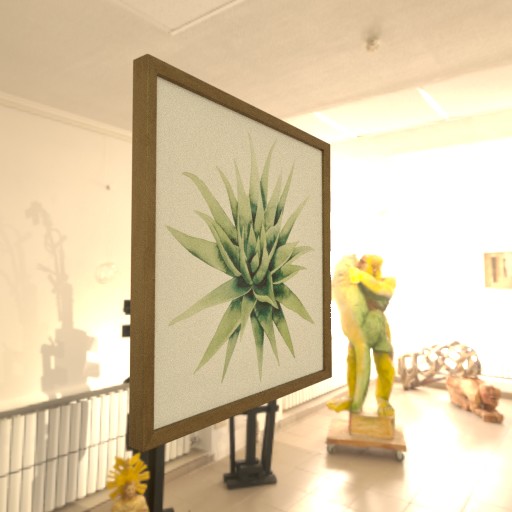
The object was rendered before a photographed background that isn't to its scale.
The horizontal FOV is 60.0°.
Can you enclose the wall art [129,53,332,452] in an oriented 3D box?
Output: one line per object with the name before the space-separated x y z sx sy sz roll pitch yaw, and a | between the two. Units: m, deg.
wall art | 0.000 0.000 0.770 0.030 0.506 0.503 -2 -3 37
